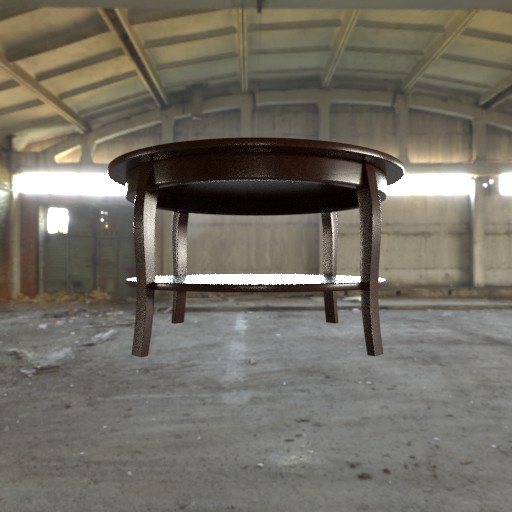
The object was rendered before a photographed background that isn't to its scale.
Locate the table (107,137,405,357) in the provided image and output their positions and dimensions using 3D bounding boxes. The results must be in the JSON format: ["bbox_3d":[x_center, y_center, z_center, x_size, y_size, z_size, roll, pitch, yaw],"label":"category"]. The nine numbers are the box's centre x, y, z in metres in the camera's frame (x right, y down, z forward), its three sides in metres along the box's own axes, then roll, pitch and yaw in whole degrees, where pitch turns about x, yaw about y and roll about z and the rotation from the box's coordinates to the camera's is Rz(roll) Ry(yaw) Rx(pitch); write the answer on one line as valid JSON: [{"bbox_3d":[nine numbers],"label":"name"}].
[{"bbox_3d":[0.000,0.000,1.429,0.911,0.512,0.911,0,-1,0],"label":"table"}]
